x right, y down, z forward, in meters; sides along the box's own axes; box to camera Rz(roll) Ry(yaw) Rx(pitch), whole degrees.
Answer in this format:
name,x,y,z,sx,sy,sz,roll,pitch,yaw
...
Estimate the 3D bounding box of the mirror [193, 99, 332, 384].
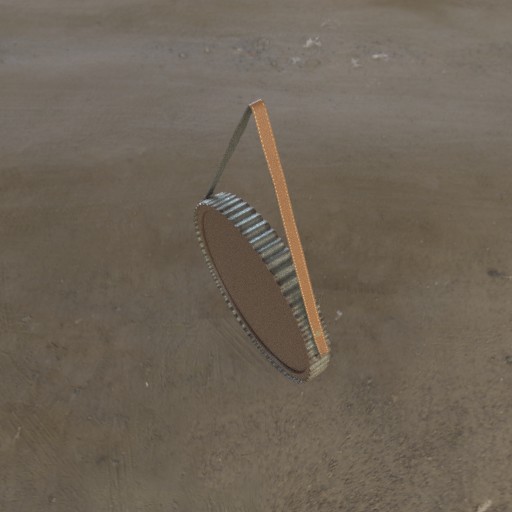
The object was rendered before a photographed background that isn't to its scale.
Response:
name,x,y,z,sx,sy,sz,roll,pitch,yaw
mirror,0.000,0.000,0.689,0.042,0.568,0.355,-30,62,-18
